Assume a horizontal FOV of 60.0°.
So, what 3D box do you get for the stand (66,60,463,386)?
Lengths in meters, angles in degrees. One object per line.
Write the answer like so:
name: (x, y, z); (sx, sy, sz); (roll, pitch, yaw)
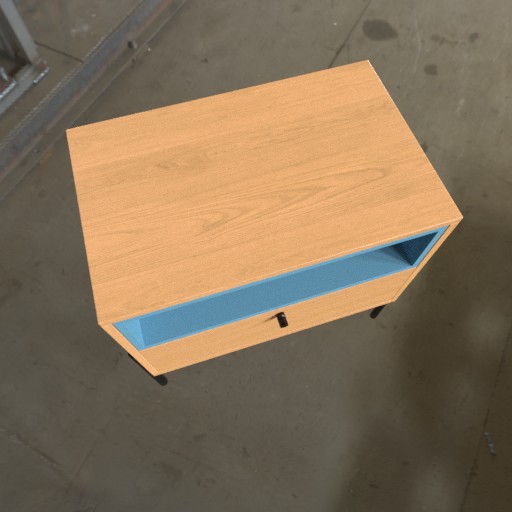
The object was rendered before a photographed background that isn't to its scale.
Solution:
stand: (0.000, 0.000, 1.010); (0.630, 0.600, 0.400); (-16, 65, -8)
